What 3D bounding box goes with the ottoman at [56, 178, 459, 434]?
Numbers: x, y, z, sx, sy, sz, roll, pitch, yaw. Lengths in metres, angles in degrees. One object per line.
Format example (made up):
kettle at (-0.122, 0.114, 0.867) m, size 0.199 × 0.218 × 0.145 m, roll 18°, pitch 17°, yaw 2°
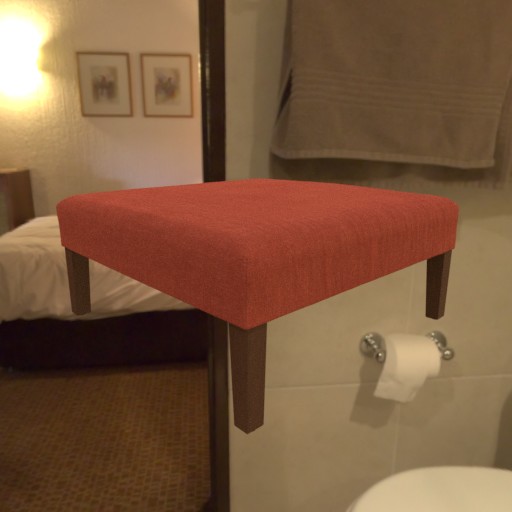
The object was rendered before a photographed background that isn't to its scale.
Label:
ottoman at (0.000, 0.000, 1.410) m, size 0.889 × 0.411 × 0.890 m, roll -14°, pitch 20°, yaw -42°
